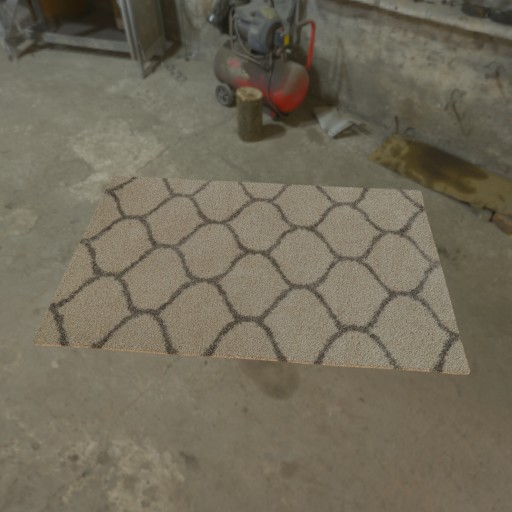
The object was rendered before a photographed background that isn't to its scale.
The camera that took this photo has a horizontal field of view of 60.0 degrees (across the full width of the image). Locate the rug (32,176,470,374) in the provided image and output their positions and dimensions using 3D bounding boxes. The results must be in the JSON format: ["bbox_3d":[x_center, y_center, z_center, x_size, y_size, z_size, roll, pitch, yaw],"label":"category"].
[{"bbox_3d":[0.000,0.000,2.865,2.348,0.024,1.501,3,47,3],"label":"rug"}]
